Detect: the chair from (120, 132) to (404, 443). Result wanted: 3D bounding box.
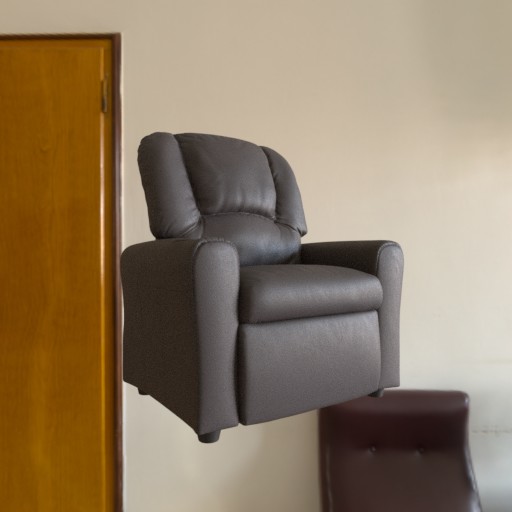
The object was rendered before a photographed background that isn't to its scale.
[{"bbox_3d":[0.000,0.000,1.148,0.610,0.709,0.521,0,1,-34],"label":"chair"}]
